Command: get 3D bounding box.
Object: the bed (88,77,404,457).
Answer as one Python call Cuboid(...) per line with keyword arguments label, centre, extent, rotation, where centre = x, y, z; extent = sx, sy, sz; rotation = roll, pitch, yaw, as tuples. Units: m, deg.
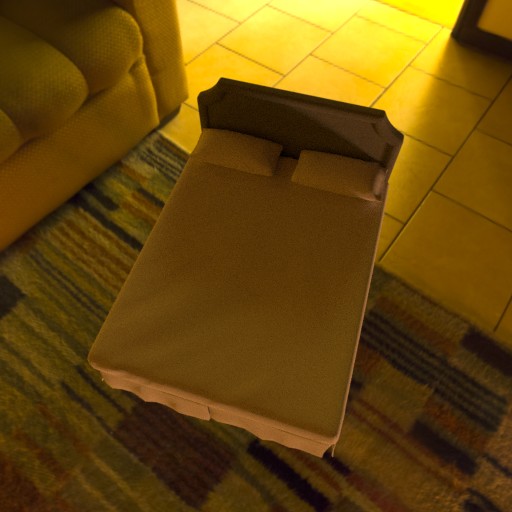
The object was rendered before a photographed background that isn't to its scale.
Cuboid(label="bed", centre=(0.000, 0.000, 3.592), extent=(1.977, 1.306, 2.464), rotation=(15, 60, 9))
